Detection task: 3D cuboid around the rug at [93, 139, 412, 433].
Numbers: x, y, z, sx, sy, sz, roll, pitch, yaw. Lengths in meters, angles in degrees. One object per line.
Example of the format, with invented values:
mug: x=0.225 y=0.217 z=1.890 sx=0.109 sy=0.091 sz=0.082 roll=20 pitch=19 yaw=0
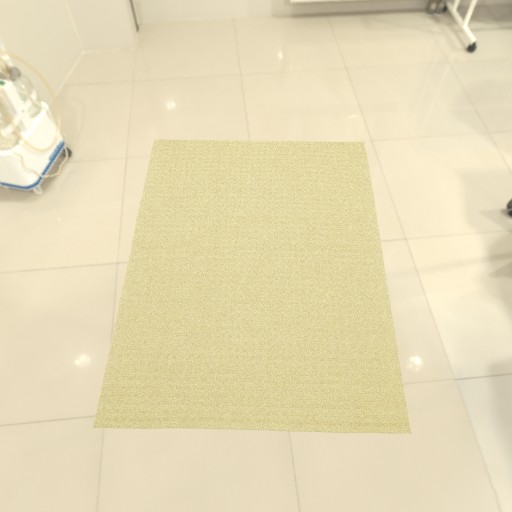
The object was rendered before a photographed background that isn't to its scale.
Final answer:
rug: x=0.000 y=0.000 z=4.266 sx=2.452 sy=0.016 sz=3.204 roll=1 pitch=57 yaw=1
